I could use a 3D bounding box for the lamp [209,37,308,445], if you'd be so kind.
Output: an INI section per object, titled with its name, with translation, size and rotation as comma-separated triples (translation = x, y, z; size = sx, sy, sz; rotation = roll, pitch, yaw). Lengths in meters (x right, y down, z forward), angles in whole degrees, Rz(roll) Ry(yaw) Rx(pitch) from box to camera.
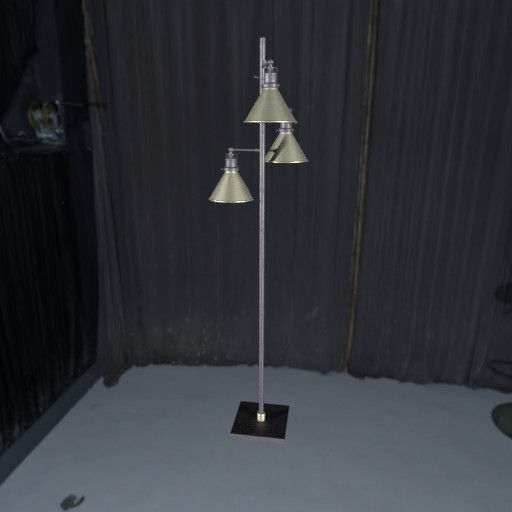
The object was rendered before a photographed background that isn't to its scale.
[lamp]
translation = 0.000, 0.000, 1.910
size = 0.415, 1.716, 0.428
rotation = 2, 17, 8
